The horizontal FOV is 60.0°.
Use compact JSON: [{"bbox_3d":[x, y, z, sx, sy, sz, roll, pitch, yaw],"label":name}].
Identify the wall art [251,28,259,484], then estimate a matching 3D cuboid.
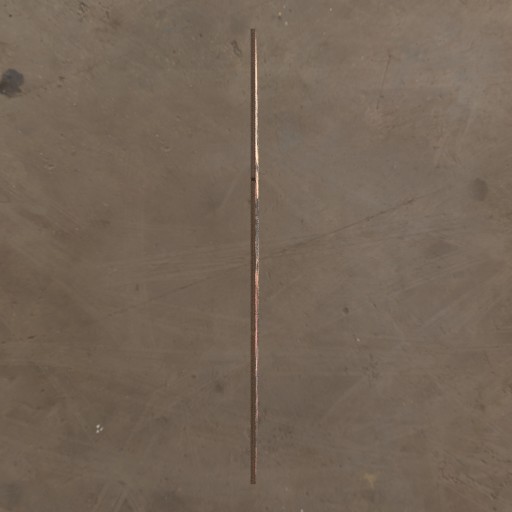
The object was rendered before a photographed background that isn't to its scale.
[{"bbox_3d":[0.000,0.000,1.787,0.013,1.216,1.216,0,90,1],"label":"wall art"}]
